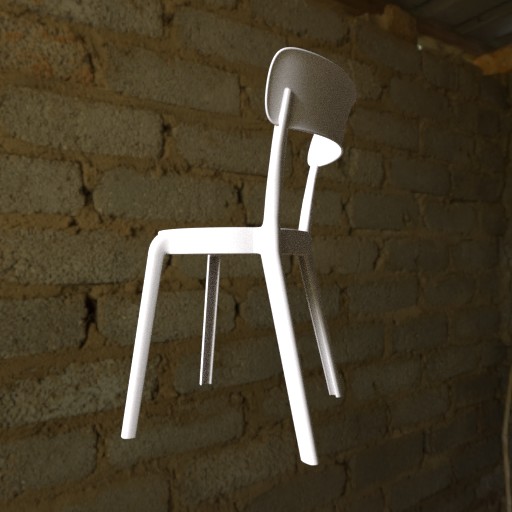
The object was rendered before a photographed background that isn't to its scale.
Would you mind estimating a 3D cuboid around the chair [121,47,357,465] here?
[{"bbox_3d":[0.000,0.000,1.107,0.491,0.790,0.506,0,0,17],"label":"chair"}]
